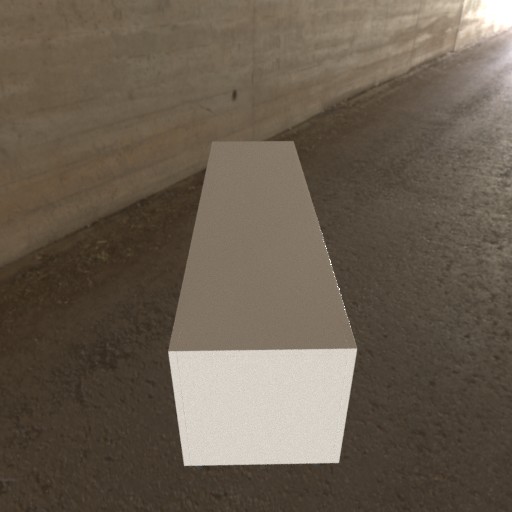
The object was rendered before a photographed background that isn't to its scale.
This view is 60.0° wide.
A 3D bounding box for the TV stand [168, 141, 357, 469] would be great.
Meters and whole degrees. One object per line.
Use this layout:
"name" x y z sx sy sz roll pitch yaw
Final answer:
"TV stand" 0.000 0.000 1.715 0.410 0.440 1.500 -1 31 -1
